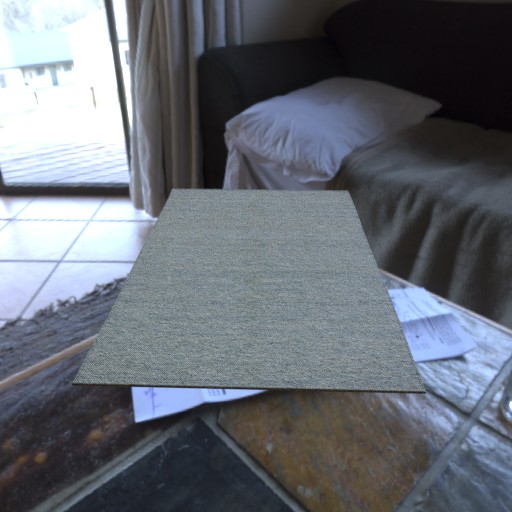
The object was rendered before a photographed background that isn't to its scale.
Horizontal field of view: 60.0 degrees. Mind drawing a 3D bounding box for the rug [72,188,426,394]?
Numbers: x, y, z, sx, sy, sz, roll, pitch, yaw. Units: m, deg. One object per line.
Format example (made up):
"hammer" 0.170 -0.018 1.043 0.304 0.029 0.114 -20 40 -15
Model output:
"rug" 0.000 0.000 2.903 1.547 0.013 2.283 1 30 2
